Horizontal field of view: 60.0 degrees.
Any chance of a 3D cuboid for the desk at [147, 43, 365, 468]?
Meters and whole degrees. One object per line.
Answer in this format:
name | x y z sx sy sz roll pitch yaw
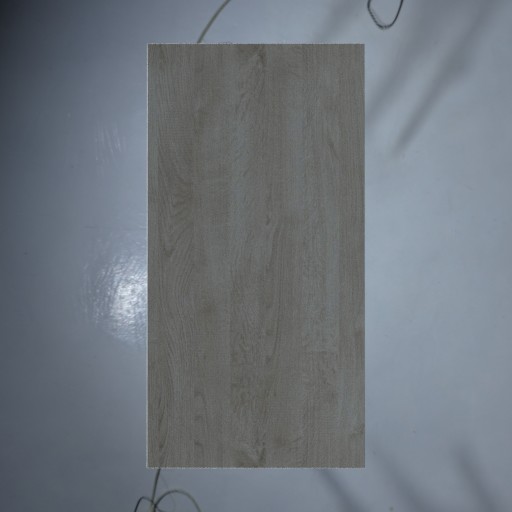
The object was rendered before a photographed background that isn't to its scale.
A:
desk | 0.000 0.000 1.506 0.560 0.730 1.096 0 90 0
